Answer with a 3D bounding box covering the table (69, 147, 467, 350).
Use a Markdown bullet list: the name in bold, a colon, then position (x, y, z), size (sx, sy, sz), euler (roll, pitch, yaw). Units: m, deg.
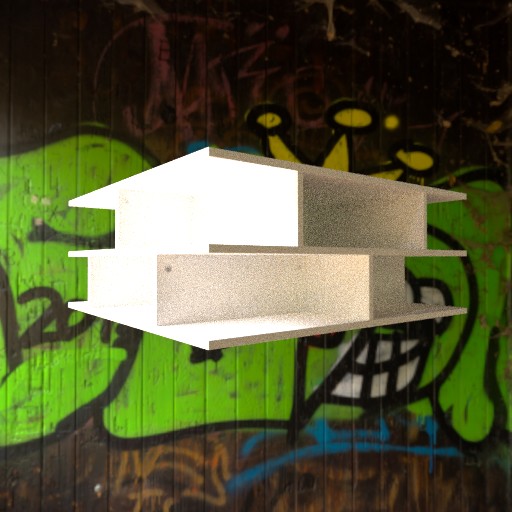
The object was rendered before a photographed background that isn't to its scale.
- **table**: position (0.000, 0.000, 1.097), size (0.700, 0.289, 0.700), euler (0, -1, -37)
